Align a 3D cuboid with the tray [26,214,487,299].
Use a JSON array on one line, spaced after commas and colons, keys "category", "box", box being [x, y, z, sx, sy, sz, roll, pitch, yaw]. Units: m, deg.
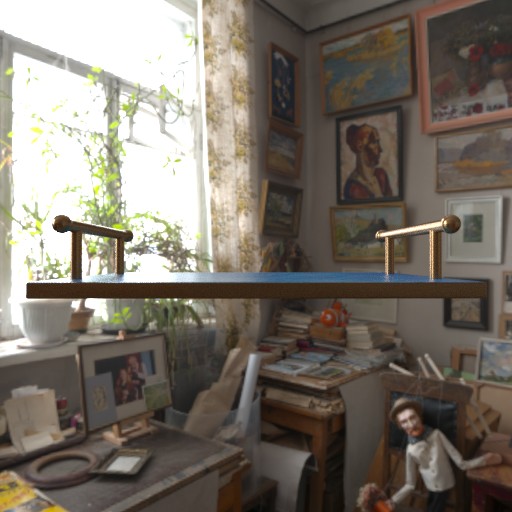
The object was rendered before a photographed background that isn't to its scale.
[{"category": "tray", "box": [0.000, 0.000, 0.577, 0.444, 0.084, 0.304, 0, 0, -1]}]
